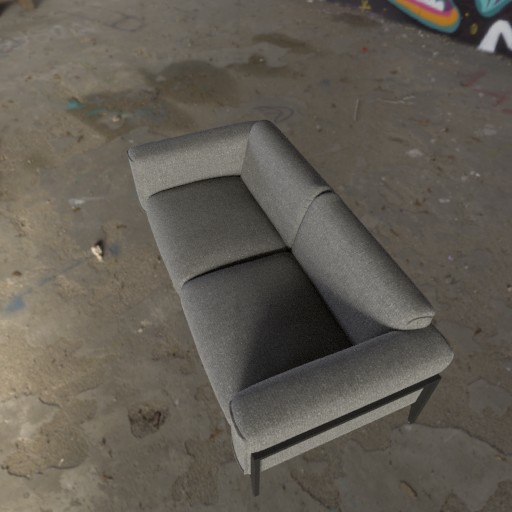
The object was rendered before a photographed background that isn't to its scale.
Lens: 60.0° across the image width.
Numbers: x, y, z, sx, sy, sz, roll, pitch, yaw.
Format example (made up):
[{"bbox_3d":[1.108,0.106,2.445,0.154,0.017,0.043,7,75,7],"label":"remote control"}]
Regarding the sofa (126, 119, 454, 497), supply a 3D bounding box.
[{"bbox_3d":[0.000,0.000,2.525,0.985,0.703,2.125,-17,49,-16],"label":"sofa"}]
